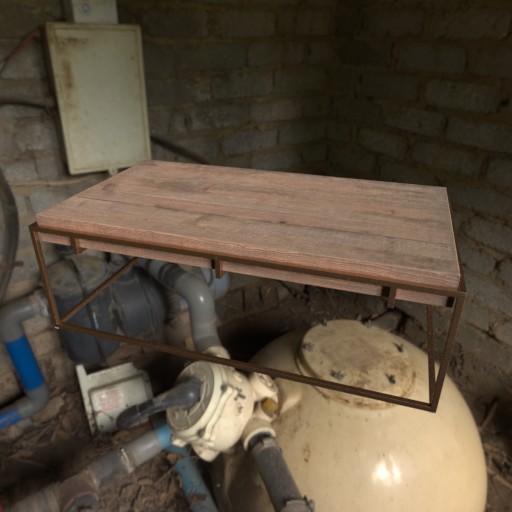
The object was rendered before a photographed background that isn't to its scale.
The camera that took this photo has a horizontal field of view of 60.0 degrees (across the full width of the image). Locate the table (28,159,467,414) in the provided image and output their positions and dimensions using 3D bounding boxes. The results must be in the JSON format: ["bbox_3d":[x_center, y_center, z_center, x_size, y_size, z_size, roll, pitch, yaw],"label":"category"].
[{"bbox_3d":[0.000,0.000,1.741,1.387,0.468,0.775,9,29,16],"label":"table"}]
